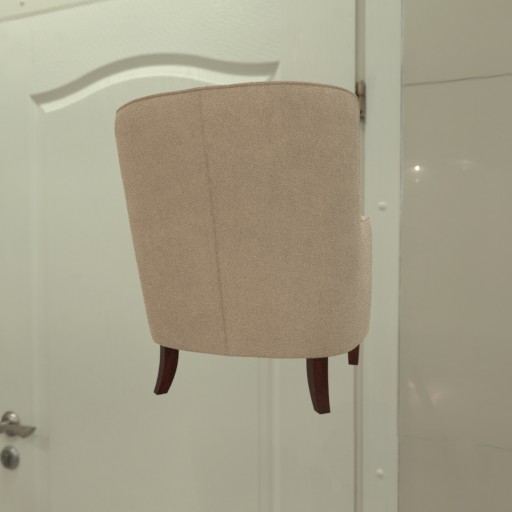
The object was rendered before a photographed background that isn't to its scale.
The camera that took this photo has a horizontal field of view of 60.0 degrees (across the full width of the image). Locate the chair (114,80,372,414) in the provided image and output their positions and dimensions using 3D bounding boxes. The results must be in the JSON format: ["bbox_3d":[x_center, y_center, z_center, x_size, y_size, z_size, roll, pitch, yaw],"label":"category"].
[{"bbox_3d":[0.000,0.000,1.592,0.781,0.920,0.910,0,1,18],"label":"chair"}]
